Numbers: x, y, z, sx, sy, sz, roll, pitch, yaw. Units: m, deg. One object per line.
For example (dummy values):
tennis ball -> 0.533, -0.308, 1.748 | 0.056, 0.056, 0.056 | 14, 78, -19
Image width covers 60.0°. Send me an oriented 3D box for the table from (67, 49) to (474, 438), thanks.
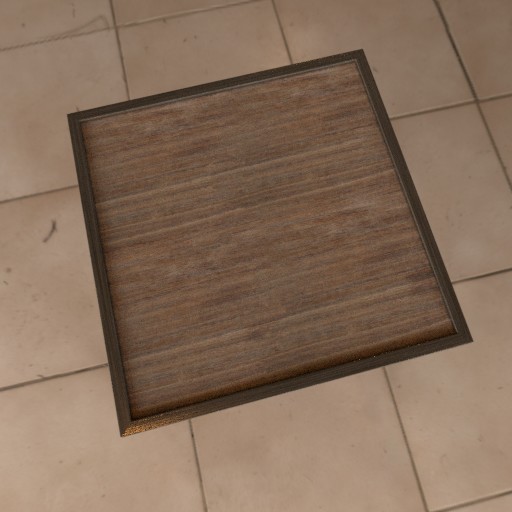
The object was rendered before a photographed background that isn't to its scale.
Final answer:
table -> 0.000, 0.000, 1.055 | 0.609, 0.507, 0.611 | -14, 75, -4
